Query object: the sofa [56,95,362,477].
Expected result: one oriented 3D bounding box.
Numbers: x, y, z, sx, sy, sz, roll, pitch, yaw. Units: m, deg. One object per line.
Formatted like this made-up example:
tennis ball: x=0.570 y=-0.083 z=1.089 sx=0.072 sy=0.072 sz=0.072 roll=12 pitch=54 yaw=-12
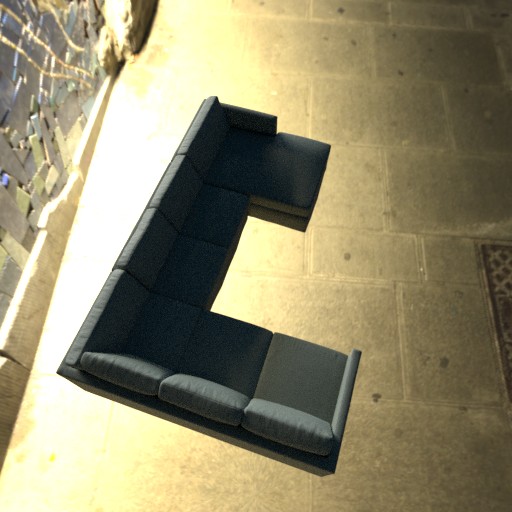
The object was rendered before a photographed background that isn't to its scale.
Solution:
sofa: x=0.000 y=0.000 z=4.536 sx=2.427 sy=0.882 sz=3.460 roll=16 pitch=63 yaw=9
